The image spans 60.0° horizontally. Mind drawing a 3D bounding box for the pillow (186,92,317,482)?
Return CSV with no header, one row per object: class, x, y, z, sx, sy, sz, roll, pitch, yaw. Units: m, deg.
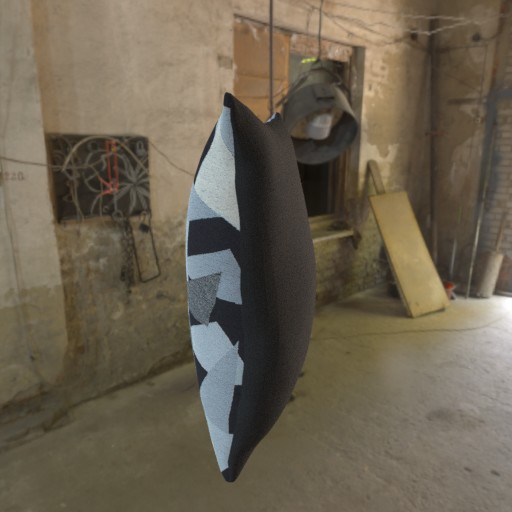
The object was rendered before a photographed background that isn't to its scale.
pillow,0.000,0.000,0.760,0.208,0.496,0.503,2,15,9
